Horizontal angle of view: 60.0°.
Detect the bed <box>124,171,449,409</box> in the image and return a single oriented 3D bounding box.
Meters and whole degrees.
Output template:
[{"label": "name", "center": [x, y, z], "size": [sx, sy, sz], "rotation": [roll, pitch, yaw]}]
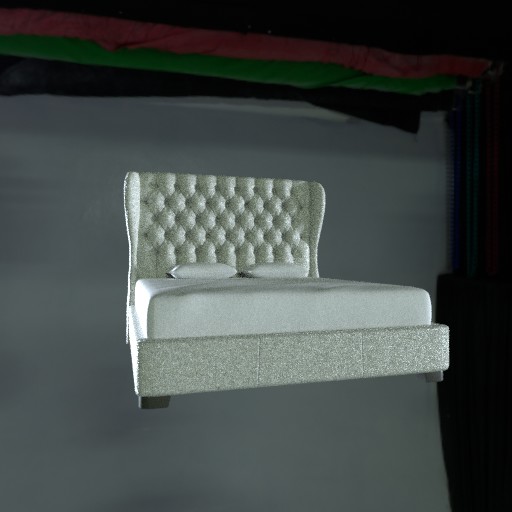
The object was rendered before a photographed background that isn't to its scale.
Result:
[{"label": "bed", "center": [0.000, 0.000, 3.906], "size": [2.219, 1.771, 2.347], "rotation": [0, 0, -17]}]
